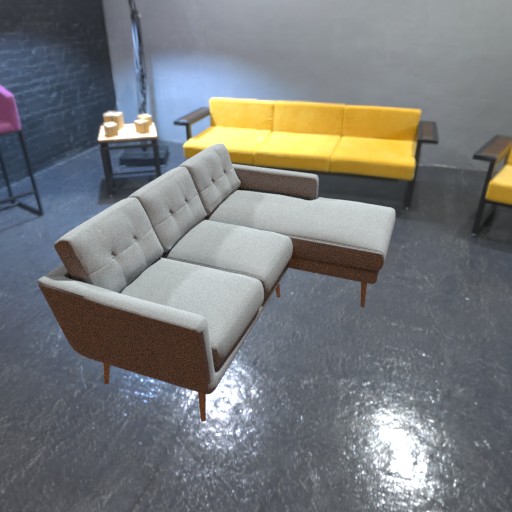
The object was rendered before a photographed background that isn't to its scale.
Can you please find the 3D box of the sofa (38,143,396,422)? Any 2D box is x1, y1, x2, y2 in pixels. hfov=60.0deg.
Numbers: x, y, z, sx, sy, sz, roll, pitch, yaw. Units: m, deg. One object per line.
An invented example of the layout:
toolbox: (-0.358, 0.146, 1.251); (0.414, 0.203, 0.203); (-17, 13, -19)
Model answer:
sofa: (0.000, 0.000, 2.803); (1.530, 0.860, 2.040); (11, 32, 18)
